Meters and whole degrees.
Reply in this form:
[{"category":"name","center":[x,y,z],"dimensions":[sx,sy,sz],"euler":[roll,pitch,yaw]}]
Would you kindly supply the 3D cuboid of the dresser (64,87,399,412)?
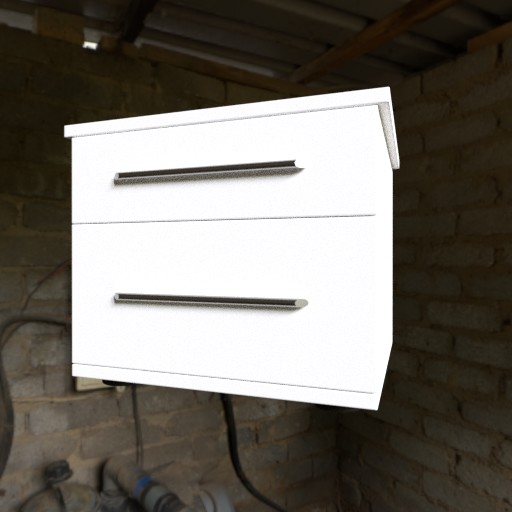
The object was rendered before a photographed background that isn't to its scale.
[{"category":"dresser","center":[0.000,0.000,0.716],"dimensions":[0.430,0.360,0.400],"euler":[0,0,19]}]
